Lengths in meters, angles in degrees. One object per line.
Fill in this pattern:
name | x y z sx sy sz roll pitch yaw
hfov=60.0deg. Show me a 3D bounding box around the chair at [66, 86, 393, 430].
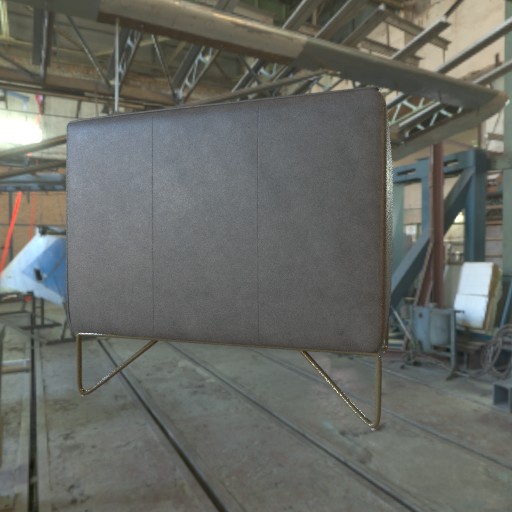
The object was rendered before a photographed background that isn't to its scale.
chair | 0.000 0.000 1.530 0.894 0.790 0.880 0 1 18
